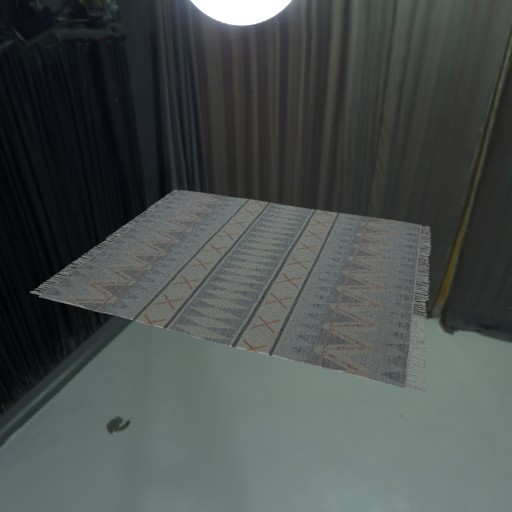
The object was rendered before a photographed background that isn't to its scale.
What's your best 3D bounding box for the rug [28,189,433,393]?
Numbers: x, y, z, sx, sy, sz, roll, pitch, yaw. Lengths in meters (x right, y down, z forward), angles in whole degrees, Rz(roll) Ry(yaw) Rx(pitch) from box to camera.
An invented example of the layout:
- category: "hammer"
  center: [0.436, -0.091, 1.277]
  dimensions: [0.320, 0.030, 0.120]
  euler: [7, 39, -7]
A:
- category: "rug"
  center: [0.000, 0.000, 4.007]
  dimensions: [3.000, 0.012, 2.371]
  euler: [10, 32, 17]
